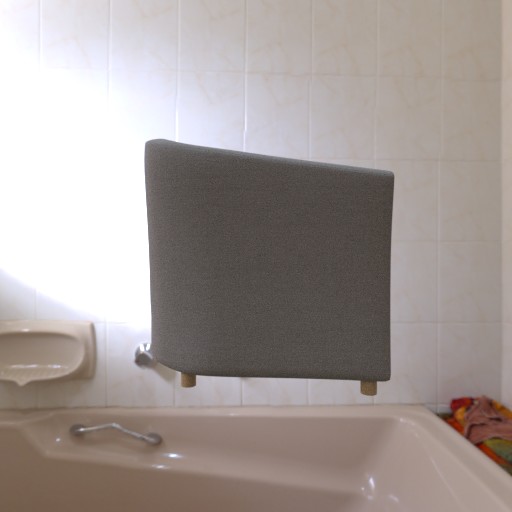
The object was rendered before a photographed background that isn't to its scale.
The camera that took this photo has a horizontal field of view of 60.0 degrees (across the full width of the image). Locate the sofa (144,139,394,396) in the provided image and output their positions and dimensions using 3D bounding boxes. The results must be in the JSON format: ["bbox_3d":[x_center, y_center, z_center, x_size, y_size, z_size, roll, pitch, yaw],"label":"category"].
[{"bbox_3d":[0.000,0.000,1.839,0.705,0.721,1.452,0,0,-1],"label":"sofa"}]
